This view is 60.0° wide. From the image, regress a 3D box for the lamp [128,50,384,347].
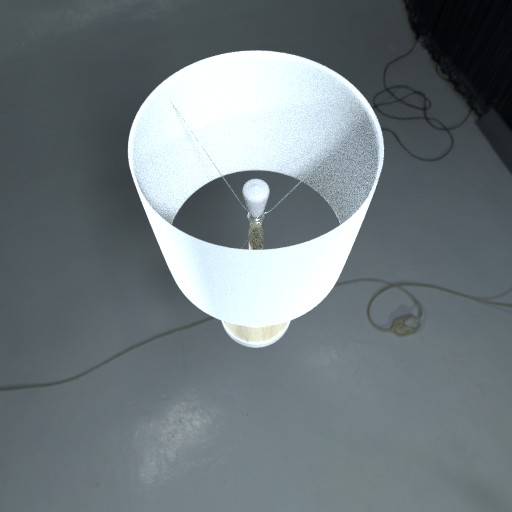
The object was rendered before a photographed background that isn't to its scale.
[{"bbox_3d":[0.000,0.000,0.605,0.229,0.470,0.229,-19,65,-9],"label":"lamp"}]
